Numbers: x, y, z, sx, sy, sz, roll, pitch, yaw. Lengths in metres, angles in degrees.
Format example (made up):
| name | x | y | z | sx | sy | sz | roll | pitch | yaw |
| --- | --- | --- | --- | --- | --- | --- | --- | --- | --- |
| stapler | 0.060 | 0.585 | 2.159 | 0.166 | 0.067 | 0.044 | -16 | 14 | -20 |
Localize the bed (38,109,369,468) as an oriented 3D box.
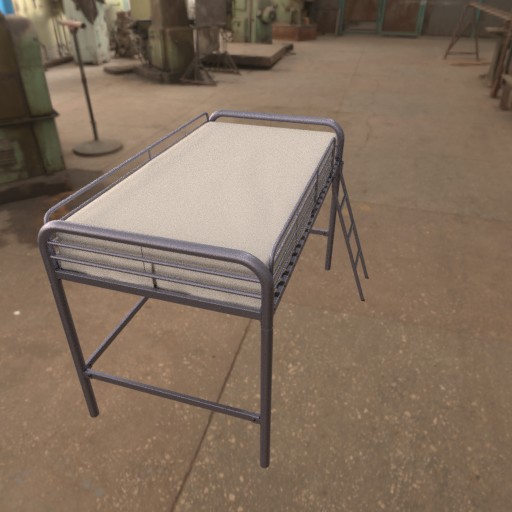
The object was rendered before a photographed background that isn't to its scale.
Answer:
| name | x | y | z | sx | sy | sz | roll | pitch | yaw |
| --- | --- | --- | --- | --- | --- | --- | --- | --- | --- |
| bed | 0.000 | 0.000 | 2.834 | 1.415 | 1.288 | 1.965 | 10 | 34 | 15 |
